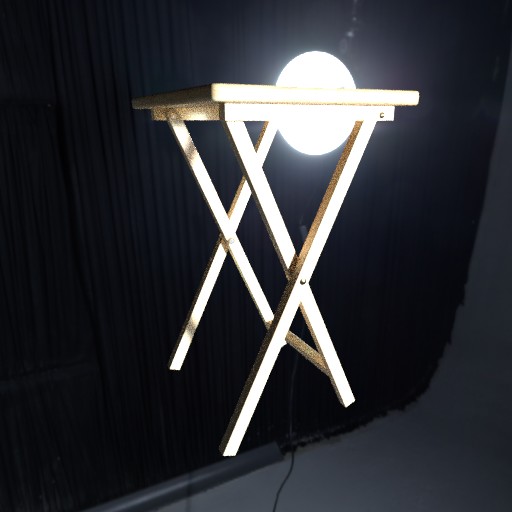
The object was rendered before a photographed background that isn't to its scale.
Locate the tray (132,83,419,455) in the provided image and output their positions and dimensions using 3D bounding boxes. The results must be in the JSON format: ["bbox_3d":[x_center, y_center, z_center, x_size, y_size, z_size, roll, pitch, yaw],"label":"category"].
[{"bbox_3d":[0.000,0.000,0.966,0.381,0.660,0.483,-9,19,-26],"label":"tray"}]
